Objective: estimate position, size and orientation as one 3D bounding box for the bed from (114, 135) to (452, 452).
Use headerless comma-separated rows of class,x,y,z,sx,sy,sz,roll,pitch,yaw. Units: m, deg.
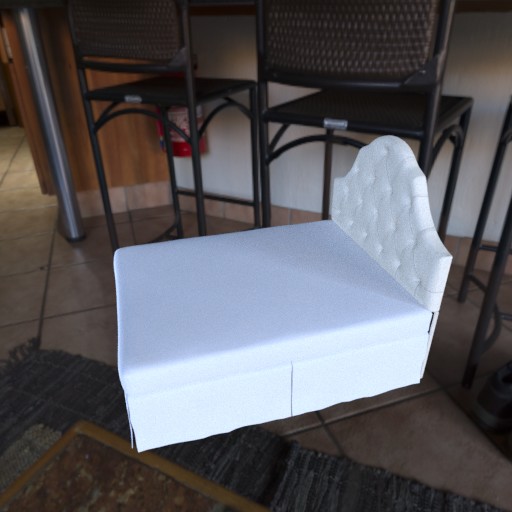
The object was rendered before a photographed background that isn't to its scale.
bed,0.000,0.000,3.232,2.092,1.575,1.627,-8,31,-14
